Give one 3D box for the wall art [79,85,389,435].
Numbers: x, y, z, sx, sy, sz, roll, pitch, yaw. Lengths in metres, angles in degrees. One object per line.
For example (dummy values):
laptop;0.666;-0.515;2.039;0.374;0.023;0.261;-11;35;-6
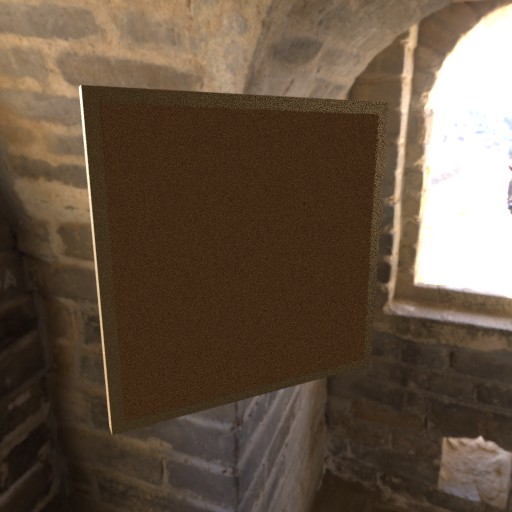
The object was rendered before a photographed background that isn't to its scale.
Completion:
wall art;0.000;0.000;2.819;1.926;1.926;0.099;-7;15;-26
